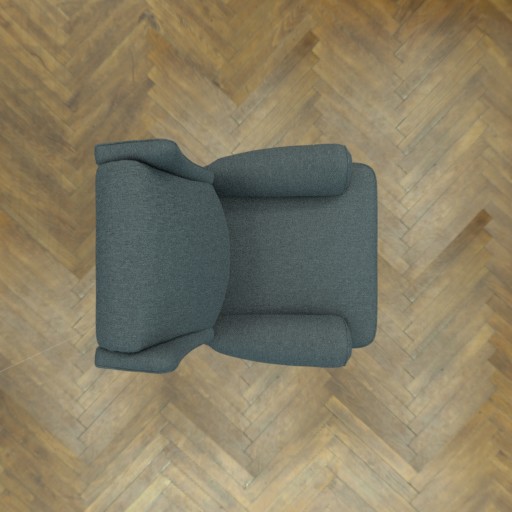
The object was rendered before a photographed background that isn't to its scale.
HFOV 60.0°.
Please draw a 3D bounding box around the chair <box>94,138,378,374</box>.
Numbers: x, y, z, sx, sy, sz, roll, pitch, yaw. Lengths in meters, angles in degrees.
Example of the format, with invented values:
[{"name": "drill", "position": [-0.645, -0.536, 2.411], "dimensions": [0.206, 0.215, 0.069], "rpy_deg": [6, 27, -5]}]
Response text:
[{"name": "chair", "position": [0.000, 0.000, 1.732], "dimensions": [0.969, 1.011, 0.847], "rpy_deg": [0, 90, -1]}]
